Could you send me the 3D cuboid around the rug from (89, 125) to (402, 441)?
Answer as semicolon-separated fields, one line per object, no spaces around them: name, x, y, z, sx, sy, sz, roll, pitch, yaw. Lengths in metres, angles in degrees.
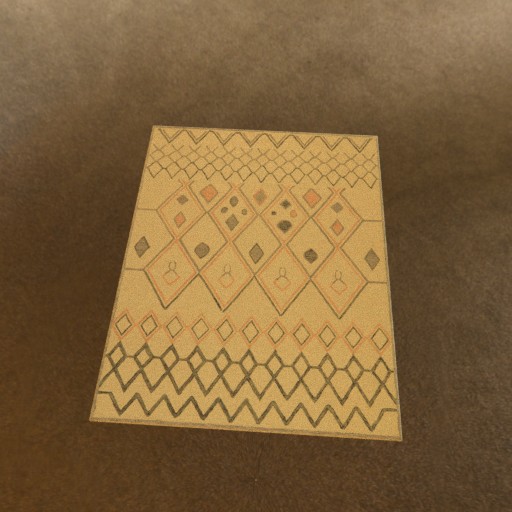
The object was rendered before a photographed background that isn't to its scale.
rug;0.000;0.000;4.128;2.441;0.016;3.050;3;63;2
